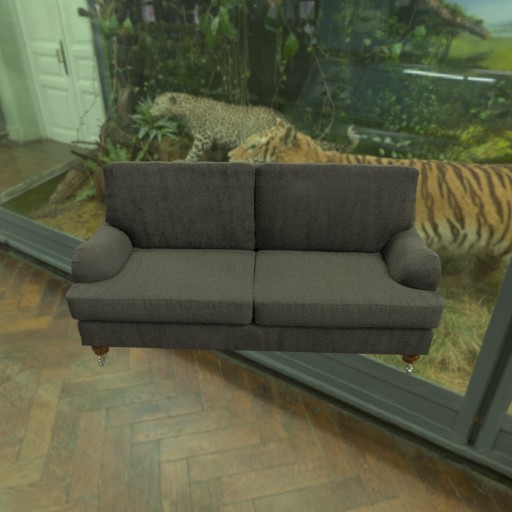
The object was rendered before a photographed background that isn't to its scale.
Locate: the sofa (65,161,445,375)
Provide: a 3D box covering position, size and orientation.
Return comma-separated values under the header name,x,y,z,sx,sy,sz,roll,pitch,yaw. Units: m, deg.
name,x,y,z,sx,sy,sz,roll,pitch,yaw
sofa,0.000,0.000,2.898,2.165,1.087,1.086,1,31,2
